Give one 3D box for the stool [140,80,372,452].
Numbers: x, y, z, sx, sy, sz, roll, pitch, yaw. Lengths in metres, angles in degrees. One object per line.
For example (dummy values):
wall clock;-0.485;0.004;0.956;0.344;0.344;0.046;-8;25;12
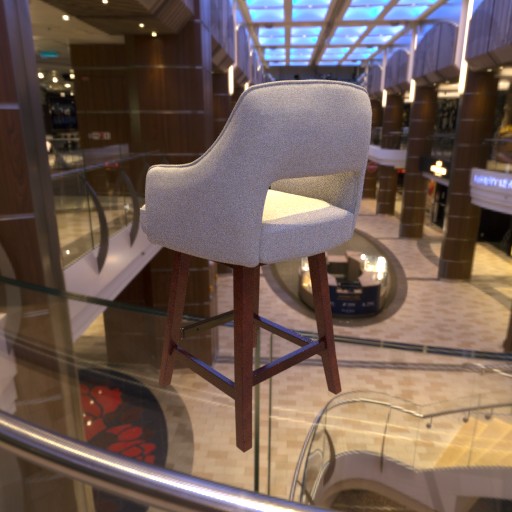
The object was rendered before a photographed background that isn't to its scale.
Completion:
stool;0.000;0.000;1.316;0.550;0.936;0.560;-14;22;-40
